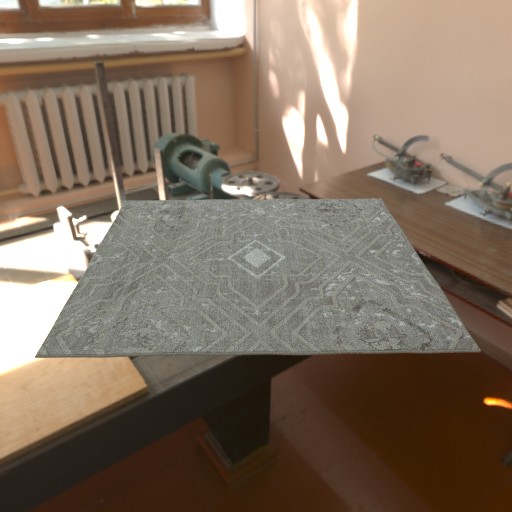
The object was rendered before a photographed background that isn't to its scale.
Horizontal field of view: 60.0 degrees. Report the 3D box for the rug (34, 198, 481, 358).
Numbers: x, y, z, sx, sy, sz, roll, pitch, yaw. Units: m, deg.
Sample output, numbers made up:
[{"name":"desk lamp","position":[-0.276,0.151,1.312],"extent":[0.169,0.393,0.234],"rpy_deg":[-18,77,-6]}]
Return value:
[{"name":"rug","position":[0.000,0.000,0.866],"extent":[0.639,0.006,0.548],"rpy_deg":[-1,31,-1]}]
